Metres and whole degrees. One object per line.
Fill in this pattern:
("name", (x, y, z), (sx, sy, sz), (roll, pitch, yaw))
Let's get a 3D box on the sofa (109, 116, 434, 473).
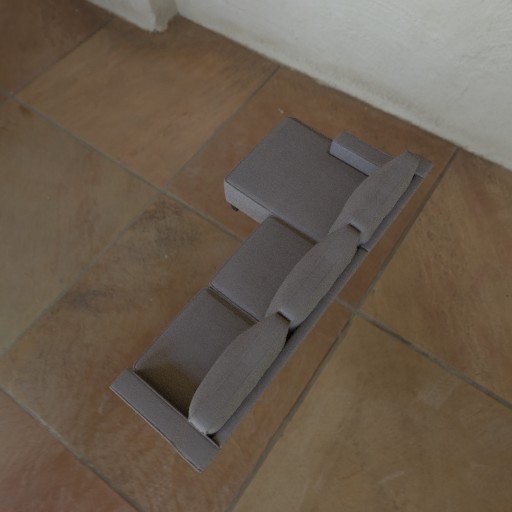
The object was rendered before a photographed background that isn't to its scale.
("sofa", (0.000, 0.000, 3.172), (1.294, 0.928, 2.561), (35, 68, 16))
